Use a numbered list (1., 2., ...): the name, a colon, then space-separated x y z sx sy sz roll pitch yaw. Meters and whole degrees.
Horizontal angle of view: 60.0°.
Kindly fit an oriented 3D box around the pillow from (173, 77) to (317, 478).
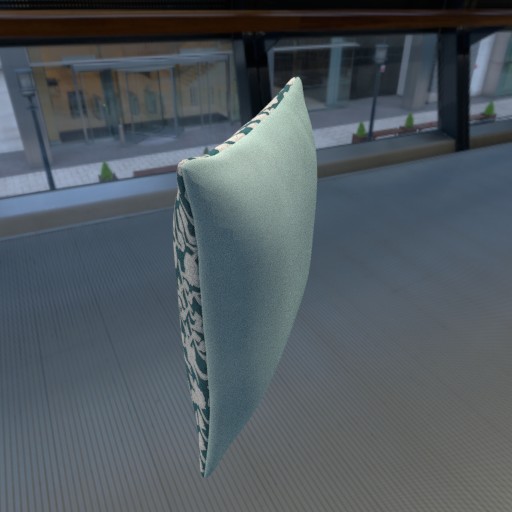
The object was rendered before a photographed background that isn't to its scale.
1. pillow: 0.000 0.000 0.767 0.166 0.508 0.525 9 32 14
